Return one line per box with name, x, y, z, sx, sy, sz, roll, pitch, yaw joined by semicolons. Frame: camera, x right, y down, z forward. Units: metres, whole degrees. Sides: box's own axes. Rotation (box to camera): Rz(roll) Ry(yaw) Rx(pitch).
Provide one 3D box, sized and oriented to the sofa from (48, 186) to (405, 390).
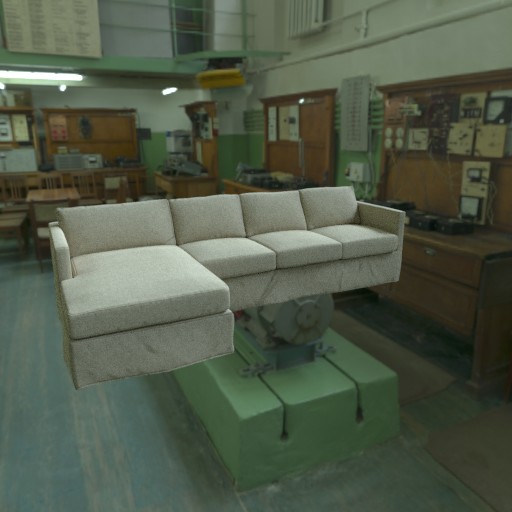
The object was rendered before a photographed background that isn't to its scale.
sofa;0.000;0.000;3.818;3.205;0.922;1.650;-8;17;-25
